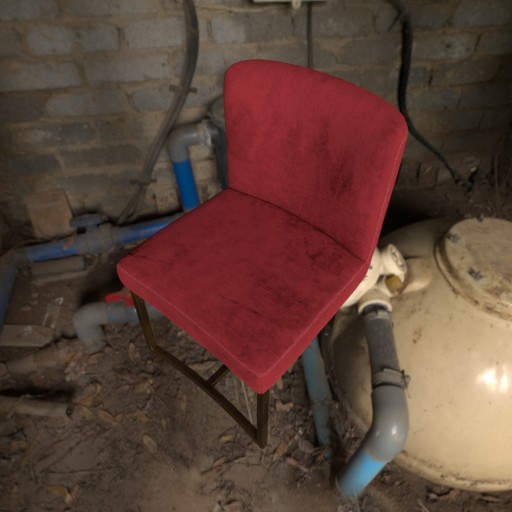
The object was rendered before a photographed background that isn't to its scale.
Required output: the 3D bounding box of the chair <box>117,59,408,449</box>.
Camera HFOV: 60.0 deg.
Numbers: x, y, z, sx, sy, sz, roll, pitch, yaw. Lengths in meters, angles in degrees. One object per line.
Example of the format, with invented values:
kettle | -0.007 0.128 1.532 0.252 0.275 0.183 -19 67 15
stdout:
chair | 0.000 0.000 1.194 0.530 0.824 0.560 32 54 27
